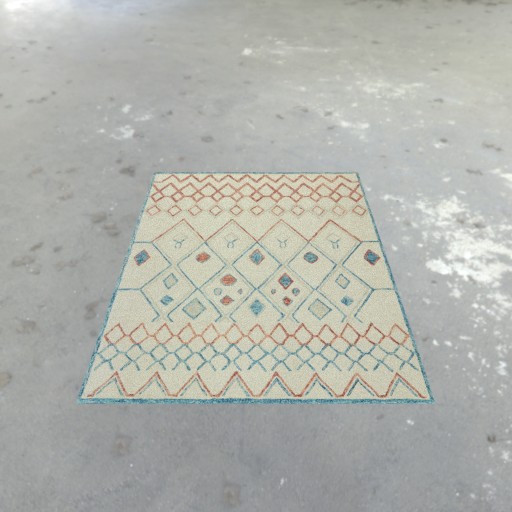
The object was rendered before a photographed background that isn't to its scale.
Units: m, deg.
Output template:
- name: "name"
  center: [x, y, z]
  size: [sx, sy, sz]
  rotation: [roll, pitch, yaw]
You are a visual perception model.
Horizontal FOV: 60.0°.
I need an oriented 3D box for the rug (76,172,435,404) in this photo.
- name: "rug"
  center: [0.000, 0.000, 4.155]
  size: [2.441, 0.016, 3.050]
  rotation: [0, 41, 0]
